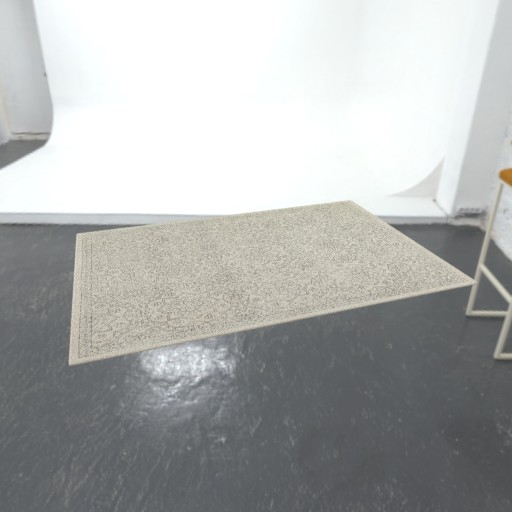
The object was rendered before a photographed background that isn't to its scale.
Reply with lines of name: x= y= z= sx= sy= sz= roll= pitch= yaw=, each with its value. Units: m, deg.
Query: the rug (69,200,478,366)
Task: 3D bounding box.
rug: x=0.000 y=0.000 z=2.957 sx=2.286 sy=0.011 sz=1.524 roll=-9 pitch=28 yaw=-16
